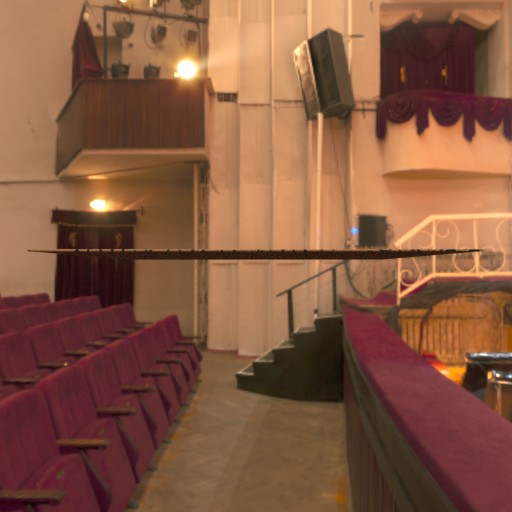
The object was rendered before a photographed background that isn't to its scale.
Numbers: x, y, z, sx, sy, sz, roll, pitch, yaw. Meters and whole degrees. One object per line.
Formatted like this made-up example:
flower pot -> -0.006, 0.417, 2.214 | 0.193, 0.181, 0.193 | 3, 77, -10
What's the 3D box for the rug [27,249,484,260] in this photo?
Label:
rug -> 0.000, 0.000, 4.125 | 3.017, 0.014, 2.416 | 0, -2, 0
